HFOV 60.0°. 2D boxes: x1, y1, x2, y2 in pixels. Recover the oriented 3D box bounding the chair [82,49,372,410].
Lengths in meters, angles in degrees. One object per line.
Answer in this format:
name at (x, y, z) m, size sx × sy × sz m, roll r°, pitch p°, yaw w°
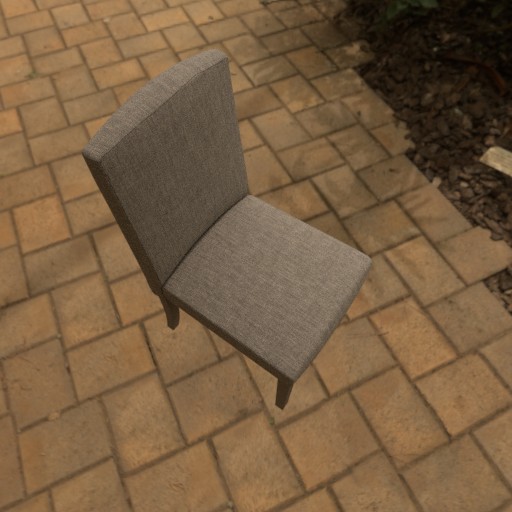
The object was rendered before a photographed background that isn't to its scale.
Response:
chair at (0.000, 0.000, 1.266) m, size 0.580 × 0.917 × 0.451 m, roll 31°, pitch 63°, yaw 18°
